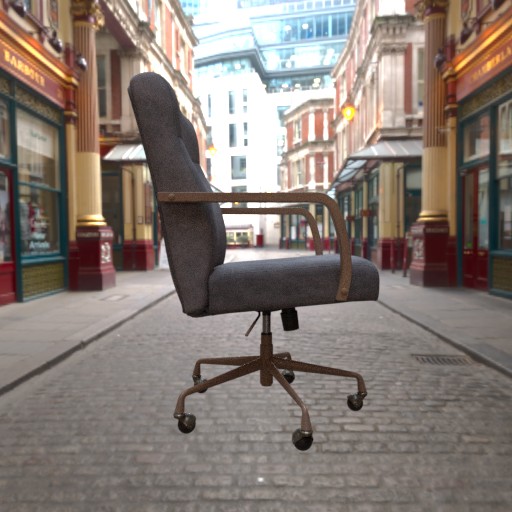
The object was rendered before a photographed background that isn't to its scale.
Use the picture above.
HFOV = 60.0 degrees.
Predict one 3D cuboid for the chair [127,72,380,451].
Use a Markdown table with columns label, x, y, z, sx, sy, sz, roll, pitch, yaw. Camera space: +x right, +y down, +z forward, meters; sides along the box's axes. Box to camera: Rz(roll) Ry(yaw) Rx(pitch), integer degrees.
| label | x | y | z | sx | sy | sz | roll | pitch | yaw |
| --- | --- | --- | --- | --- | --- | --- | --- | --- | --- |
| chair | 0.000 | 0.000 | 1.458 | 0.741 | 1.029 | 0.640 | 0 | 2 | 0 |
